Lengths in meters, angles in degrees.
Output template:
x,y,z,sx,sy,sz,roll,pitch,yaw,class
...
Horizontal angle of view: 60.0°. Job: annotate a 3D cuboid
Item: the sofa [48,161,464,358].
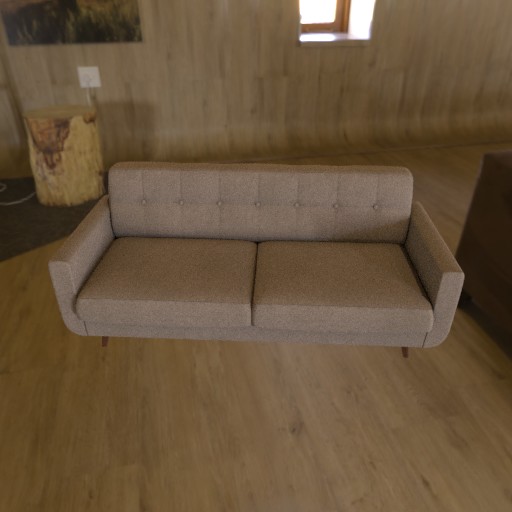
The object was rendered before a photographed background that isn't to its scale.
x,y,z,sx,sy,sz,roll,pitch,yaw,class
0.000,0.000,2.553,2.029,0.841,0.909,2,31,3,sofa
